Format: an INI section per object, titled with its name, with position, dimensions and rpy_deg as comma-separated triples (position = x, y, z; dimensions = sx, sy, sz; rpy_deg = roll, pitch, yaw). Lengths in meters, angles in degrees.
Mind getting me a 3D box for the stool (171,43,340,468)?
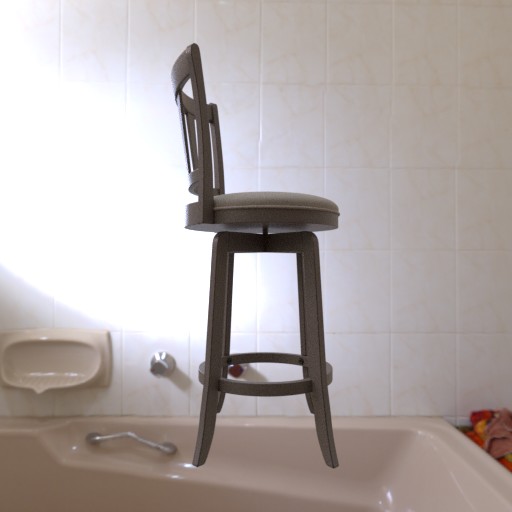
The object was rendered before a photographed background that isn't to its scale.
[stool]
position = 0.000, 0.000, 1.270
dimensions = 0.475, 1.023, 0.436
rpy_deg = 0, -1, 1
